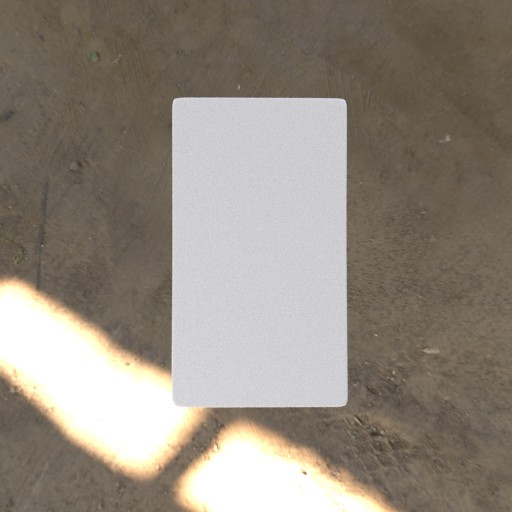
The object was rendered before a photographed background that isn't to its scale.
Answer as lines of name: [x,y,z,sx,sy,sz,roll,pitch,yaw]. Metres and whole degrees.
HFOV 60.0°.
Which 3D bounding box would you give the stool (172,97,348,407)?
stool: [0.000,0.000,0.950,0.322,0.742,0.406,0,89,-1]
